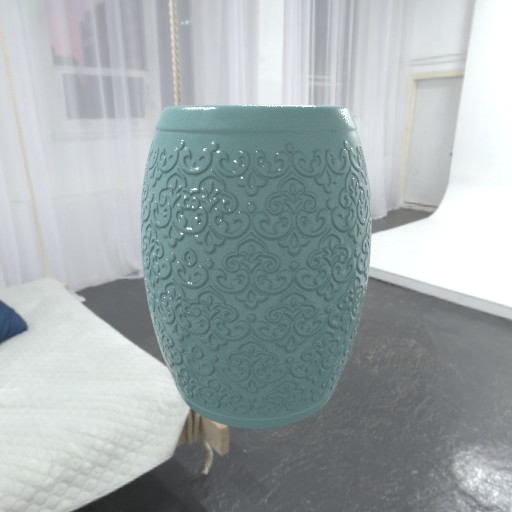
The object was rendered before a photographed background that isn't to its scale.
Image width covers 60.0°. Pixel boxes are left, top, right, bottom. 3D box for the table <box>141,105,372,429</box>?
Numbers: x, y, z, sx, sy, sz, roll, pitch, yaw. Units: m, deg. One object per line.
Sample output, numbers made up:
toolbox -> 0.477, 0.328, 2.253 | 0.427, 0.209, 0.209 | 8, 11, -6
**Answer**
table -> 0.000, 0.000, 0.620 | 0.309, 0.397, 0.309 | 0, 18, 0
